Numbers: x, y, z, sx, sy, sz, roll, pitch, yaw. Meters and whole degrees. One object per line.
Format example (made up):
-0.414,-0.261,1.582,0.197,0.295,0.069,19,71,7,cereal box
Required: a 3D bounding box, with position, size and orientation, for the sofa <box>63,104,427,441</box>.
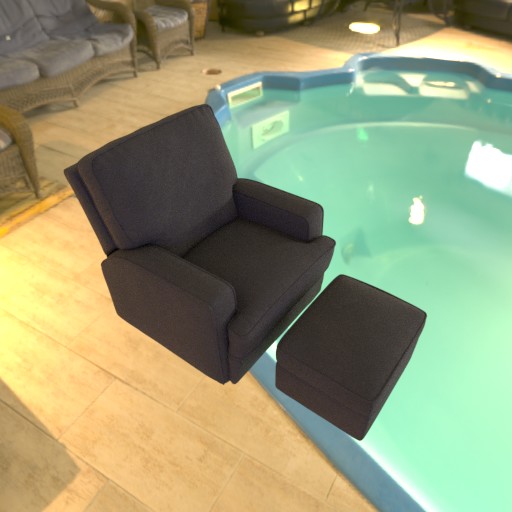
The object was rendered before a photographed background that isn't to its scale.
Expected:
0.000,0.000,1.983,1.472,0.959,0.861,26,47,27,sofa
